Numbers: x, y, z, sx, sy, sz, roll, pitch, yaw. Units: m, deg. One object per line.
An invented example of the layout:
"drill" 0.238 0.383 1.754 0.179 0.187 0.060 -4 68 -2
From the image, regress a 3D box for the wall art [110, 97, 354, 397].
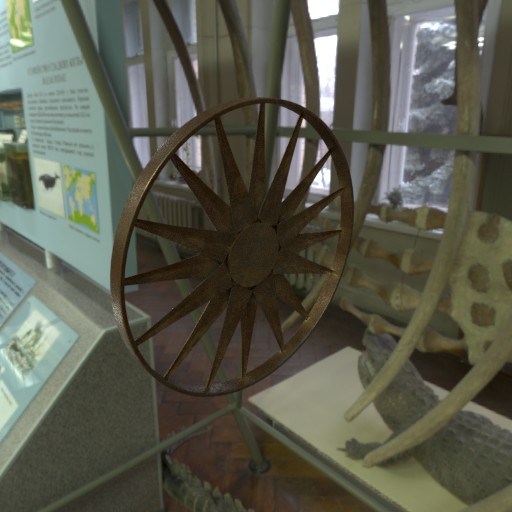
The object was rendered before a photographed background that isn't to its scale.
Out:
"wall art" 0.000 0.000 0.864 0.582 0.583 0.084 -14 22 -40
